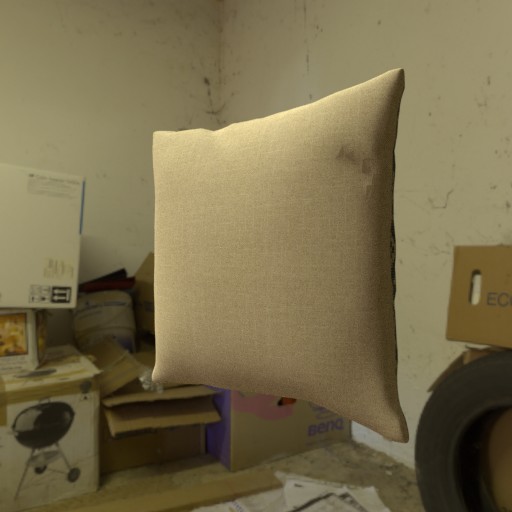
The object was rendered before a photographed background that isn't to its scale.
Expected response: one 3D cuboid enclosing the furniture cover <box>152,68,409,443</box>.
[{"bbox_3d":[0.000,0.000,0.634,0.431,0.431,0.139,0,0,36],"label":"furniture cover"}]
